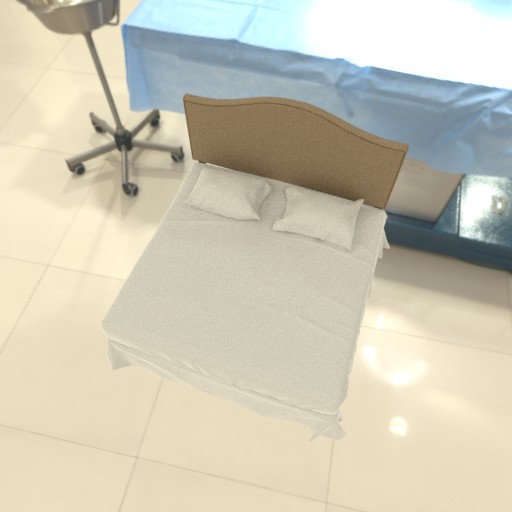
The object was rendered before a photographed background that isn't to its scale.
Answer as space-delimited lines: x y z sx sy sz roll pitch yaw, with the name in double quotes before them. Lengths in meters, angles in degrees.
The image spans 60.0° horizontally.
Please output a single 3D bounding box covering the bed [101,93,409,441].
"bed" 0.000 0.000 3.750 2.311 1.651 2.222 16 59 10
